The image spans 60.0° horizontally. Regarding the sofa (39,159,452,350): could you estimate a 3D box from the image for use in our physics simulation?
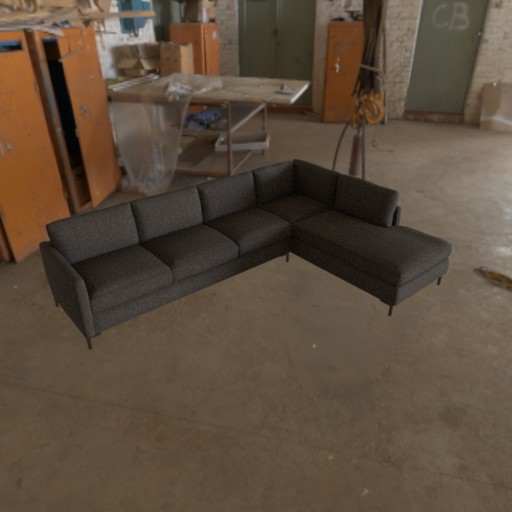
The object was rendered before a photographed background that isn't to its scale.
[{"bbox_3d":[0.000,0.000,3.787,2.949,0.815,2.007,-22,36,-34],"label":"sofa"}]
